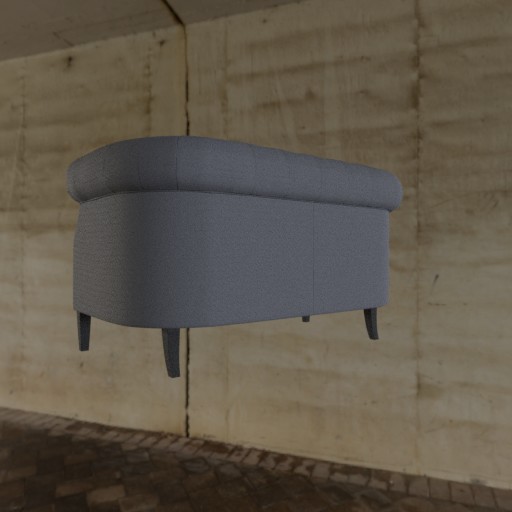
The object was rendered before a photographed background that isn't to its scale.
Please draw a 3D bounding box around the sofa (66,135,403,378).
[{"bbox_3d":[0.000,0.000,2.060,1.558,0.827,0.835,0,0,-38],"label":"sofa"}]
